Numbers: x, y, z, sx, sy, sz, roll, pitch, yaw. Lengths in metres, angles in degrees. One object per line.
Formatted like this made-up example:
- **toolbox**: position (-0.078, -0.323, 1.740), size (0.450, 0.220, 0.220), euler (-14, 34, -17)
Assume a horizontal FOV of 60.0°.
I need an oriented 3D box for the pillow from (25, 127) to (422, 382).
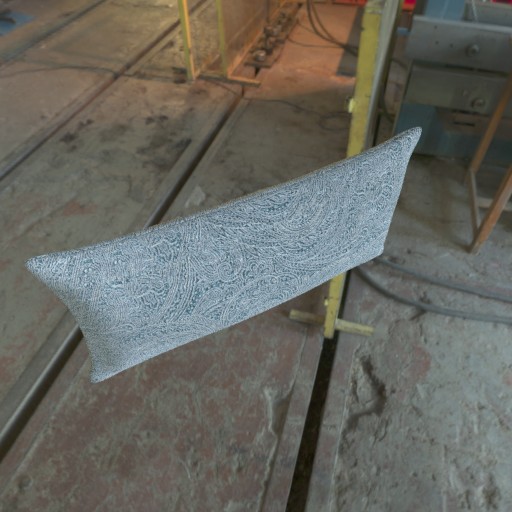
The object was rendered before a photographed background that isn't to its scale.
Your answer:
- **pillow**: position (0.000, 0.000, 0.722), size (0.615, 0.295, 0.151), euler (-22, 50, -19)
